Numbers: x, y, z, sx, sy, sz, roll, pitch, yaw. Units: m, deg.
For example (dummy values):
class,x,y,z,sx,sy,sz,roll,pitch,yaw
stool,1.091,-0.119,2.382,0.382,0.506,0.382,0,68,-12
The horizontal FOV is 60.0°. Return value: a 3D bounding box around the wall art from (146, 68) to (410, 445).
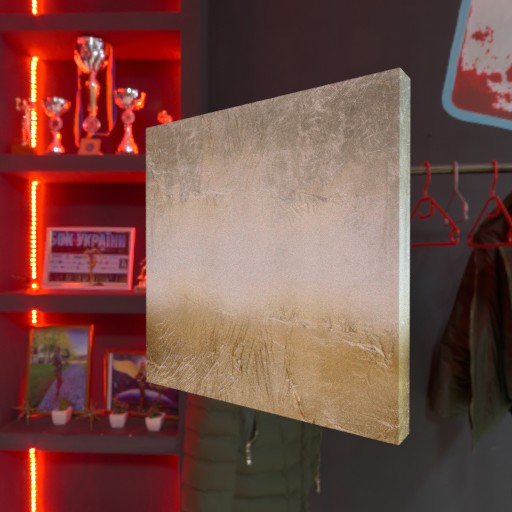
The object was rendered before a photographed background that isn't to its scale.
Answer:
class,x,y,z,sx,sy,sz,roll,pitch,yaw
wall art,0.000,0.000,0.610,0.405,0.407,0.038,0,1,35
